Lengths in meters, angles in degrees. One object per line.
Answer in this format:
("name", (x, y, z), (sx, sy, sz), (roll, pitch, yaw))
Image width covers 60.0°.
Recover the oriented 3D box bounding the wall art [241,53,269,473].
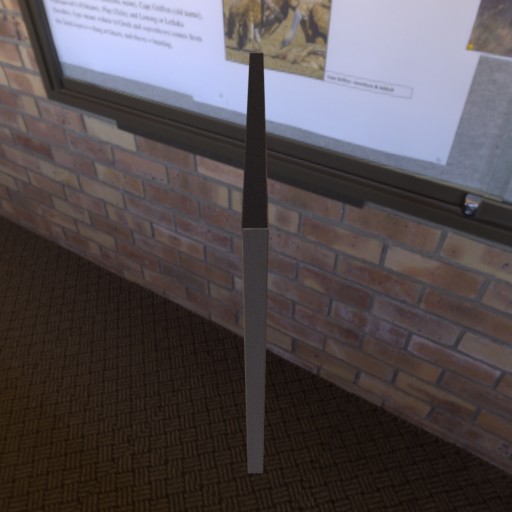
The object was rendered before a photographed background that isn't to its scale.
("wall art", (0.000, 0.000, 0.452), (0.015, 0.303, 0.304), (0, 41, 0))
